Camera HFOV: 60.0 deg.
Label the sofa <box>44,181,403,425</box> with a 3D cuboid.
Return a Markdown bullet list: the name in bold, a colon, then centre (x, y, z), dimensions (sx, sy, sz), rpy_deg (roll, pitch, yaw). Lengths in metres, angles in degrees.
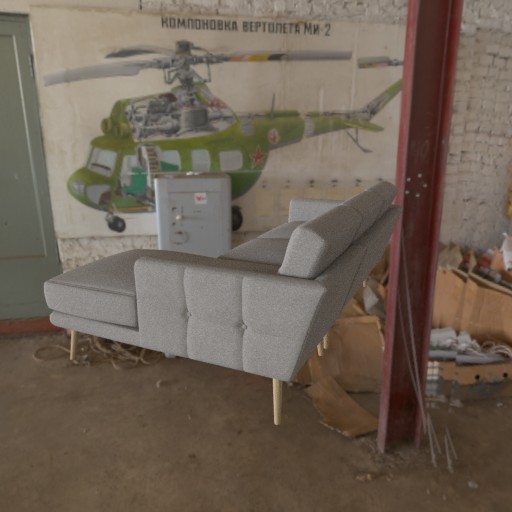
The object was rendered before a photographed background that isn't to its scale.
- **sofa**: centre (0.000, 0.000, 2.870), dimensions (1.530, 0.860, 2.040), rpy_deg (8, 18, 24)
